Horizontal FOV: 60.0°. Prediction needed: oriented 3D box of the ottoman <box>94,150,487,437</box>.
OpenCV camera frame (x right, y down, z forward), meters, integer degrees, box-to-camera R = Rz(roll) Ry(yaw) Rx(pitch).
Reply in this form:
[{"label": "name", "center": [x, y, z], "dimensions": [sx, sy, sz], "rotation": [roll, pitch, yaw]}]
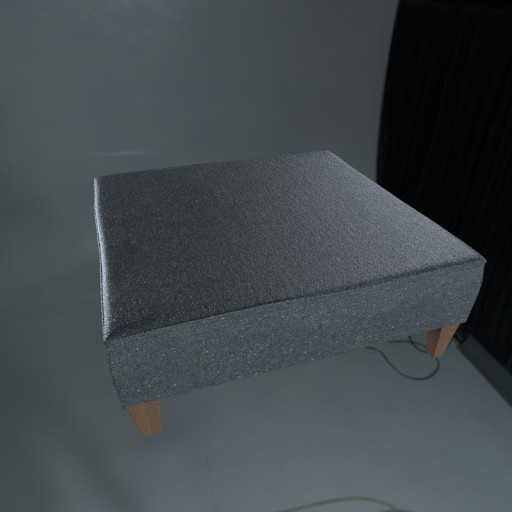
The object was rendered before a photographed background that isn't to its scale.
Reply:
[{"label": "ottoman", "center": [0.000, 0.000, 1.528], "dimensions": [1.004, 0.382, 0.968], "rotation": [-10, 33, -15]}]
